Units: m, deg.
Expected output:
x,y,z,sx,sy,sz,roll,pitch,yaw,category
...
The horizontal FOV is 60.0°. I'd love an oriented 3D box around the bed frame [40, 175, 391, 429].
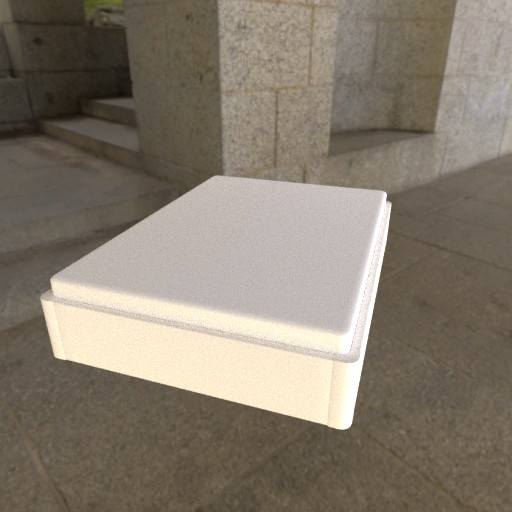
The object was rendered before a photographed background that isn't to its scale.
x,y,z,sx,sy,sz,roll,pitch,yaw,category
0.000,0.000,2.605,1.400,0.406,1.900,8,27,17,bed frame
